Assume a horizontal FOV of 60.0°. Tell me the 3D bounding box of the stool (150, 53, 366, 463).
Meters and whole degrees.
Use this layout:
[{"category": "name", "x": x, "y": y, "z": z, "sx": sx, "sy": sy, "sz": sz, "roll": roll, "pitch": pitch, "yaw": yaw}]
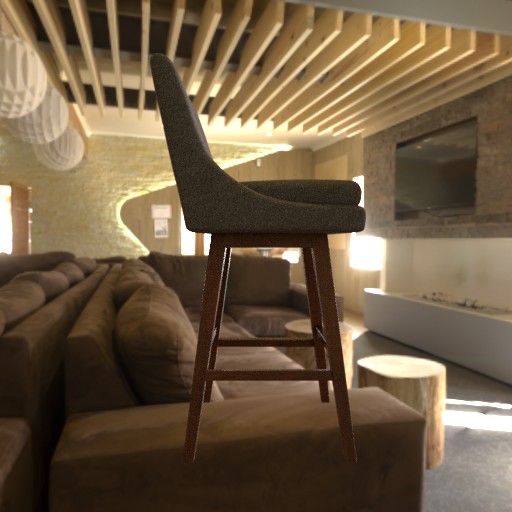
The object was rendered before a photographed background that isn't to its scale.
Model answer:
[{"category": "stool", "x": 0.000, "y": 0.000, "z": 1.363, "sx": 0.572, "sy": 1.068, "sz": 0.489, "roll": 0, "pitch": 2, "yaw": 0}]
